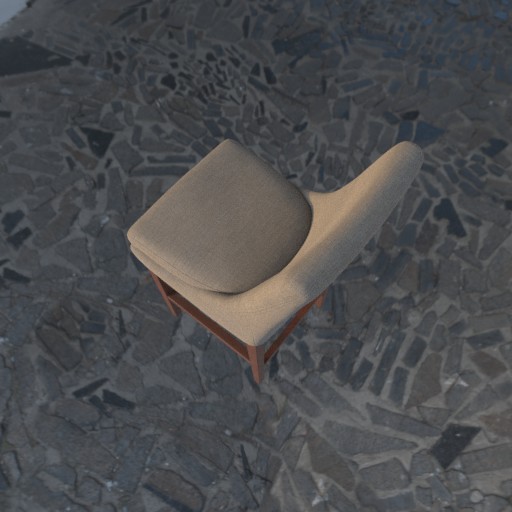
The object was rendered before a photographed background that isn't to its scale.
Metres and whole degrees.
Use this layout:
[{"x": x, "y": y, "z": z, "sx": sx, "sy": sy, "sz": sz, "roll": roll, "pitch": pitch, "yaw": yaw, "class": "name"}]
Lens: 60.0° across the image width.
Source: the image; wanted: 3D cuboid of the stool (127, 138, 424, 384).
[{"x": 0.000, "y": 0.000, "z": 1.308, "sx": 0.577, "sy": 0.981, "sz": 0.470, "roll": 36, "pitch": 68, "yaw": 17, "class": "stool"}]
